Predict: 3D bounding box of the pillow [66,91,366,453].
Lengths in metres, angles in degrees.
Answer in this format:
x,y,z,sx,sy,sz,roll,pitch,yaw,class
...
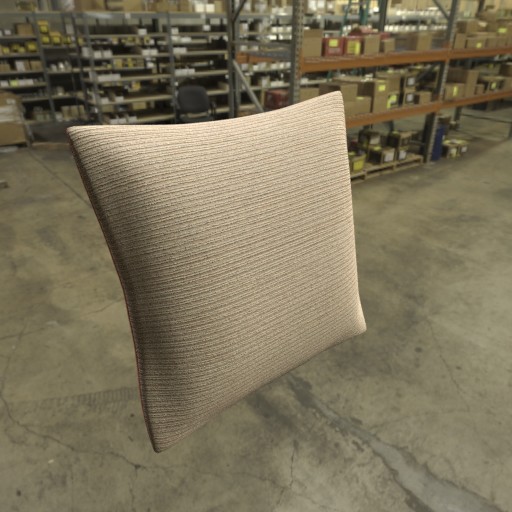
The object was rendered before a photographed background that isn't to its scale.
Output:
x,y,z,sx,sy,sz,roll,pitch,yaw,class
0.000,0.000,0.637,0.424,0.401,0.177,-21,35,-33,pillow
